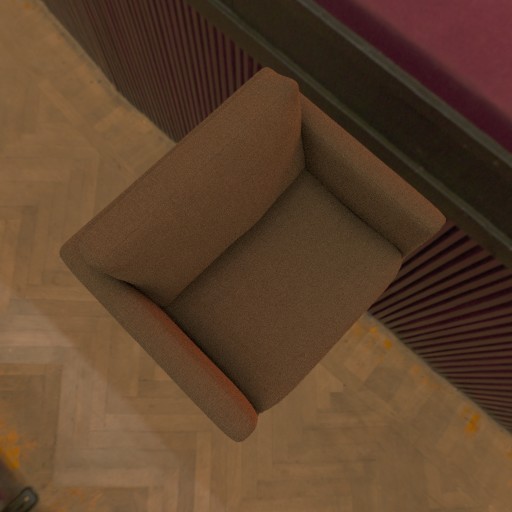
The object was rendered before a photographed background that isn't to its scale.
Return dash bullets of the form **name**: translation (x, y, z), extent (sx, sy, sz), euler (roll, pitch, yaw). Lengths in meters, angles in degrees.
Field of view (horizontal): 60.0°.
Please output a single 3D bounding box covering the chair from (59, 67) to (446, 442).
- **chair**: translation (0.000, 0.000, 1.839), extent (0.959, 0.963, 1.107), euler (44, 80, 10)
